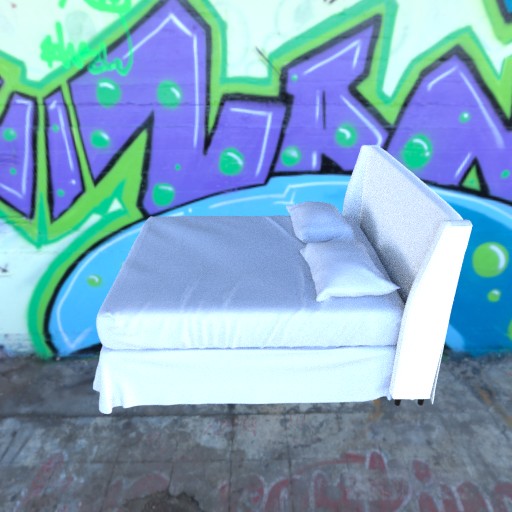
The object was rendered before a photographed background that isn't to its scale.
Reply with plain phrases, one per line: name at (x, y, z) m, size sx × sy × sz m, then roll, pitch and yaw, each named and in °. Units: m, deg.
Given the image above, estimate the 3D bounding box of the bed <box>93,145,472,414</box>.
bed at (0.000, 0.000, 3.445) m, size 2.276 × 1.332 × 1.925 m, roll -1°, pitch 27°, yaw -1°
